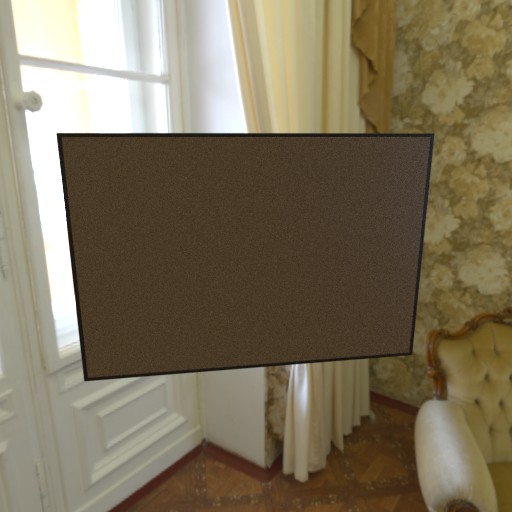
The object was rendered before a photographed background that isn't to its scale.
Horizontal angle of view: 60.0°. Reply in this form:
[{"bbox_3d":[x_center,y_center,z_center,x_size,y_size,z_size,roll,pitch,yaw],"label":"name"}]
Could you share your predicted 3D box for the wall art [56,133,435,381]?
[{"bbox_3d":[0.000,0.000,1.199,0.939,0.640,0.058,-2,15,-9],"label":"wall art"}]
